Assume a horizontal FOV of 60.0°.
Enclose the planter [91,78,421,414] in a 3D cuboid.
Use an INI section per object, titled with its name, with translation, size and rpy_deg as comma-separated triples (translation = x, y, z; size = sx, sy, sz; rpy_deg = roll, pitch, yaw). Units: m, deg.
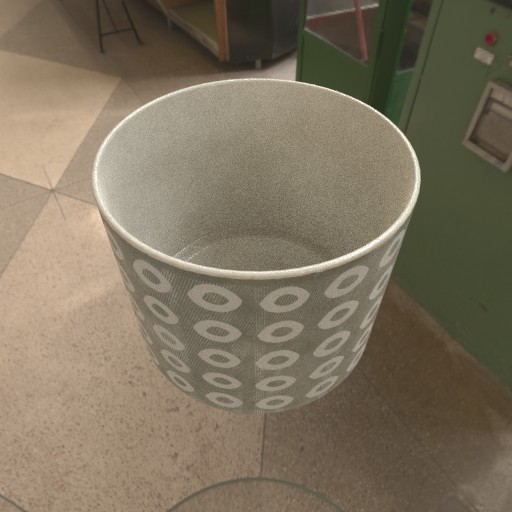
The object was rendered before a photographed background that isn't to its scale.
[planter]
translation = 0.000, 0.000, 0.329
size = 0.190, 0.181, 0.190
rpy_deg = 0, 48, 0
